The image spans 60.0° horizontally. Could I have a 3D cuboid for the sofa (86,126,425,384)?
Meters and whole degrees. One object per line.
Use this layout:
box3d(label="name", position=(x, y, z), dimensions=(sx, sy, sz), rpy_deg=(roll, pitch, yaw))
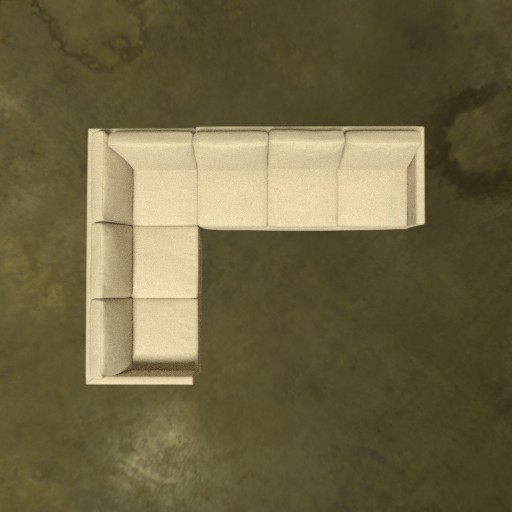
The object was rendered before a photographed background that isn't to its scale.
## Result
box3d(label="sofa", position=(0.000, 0.000, 4.385), dimensions=(3.182, 0.863, 2.432), rpy_deg=(0, 89, 1))
